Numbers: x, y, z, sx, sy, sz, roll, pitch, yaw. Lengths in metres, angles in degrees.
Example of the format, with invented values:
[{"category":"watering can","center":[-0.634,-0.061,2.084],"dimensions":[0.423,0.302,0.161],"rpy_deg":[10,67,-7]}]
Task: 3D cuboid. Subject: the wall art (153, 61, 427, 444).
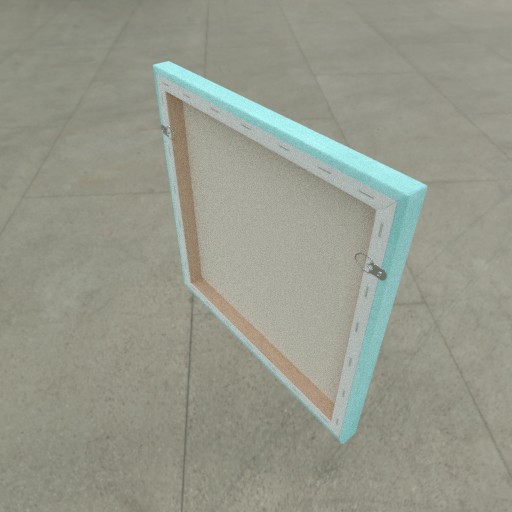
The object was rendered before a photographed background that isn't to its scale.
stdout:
[{"category":"wall art","center":[0.000,0.000,1.135],"dimensions":[0.054,0.766,0.765],"rpy_deg":[-28,48,-29]}]
